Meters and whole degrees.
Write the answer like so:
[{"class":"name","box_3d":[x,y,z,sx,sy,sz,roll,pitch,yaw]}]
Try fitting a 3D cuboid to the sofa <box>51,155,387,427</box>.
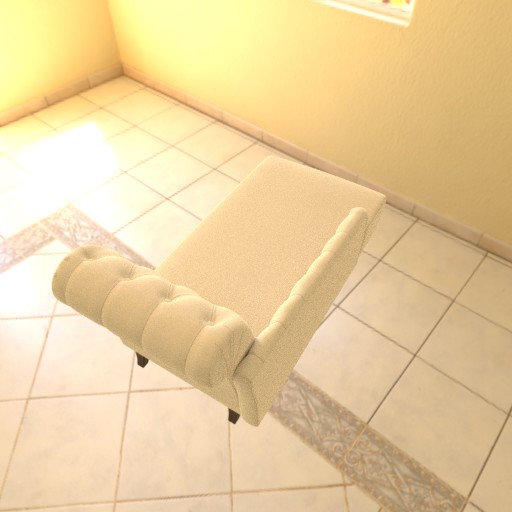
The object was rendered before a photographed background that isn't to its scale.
[{"class":"sofa","box_3d":[0.000,0.000,1.850,0.675,0.787,1.379,24,52,21]}]
